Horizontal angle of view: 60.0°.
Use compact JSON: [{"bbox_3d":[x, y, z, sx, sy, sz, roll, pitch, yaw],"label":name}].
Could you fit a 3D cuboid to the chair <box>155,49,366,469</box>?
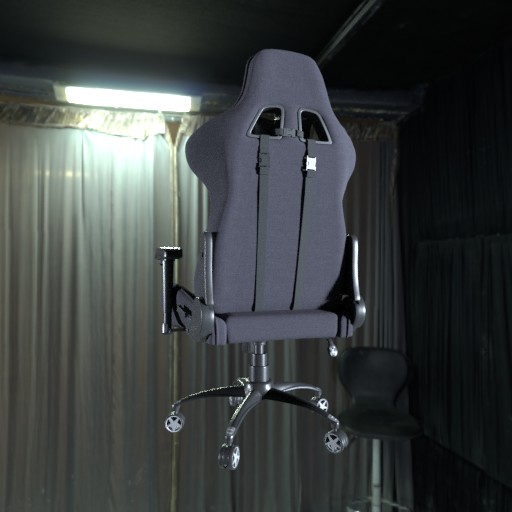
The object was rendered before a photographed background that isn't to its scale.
[{"bbox_3d":[0.000,0.000,1.688,0.730,1.300,0.695,0,-1,-19],"label":"chair"}]
